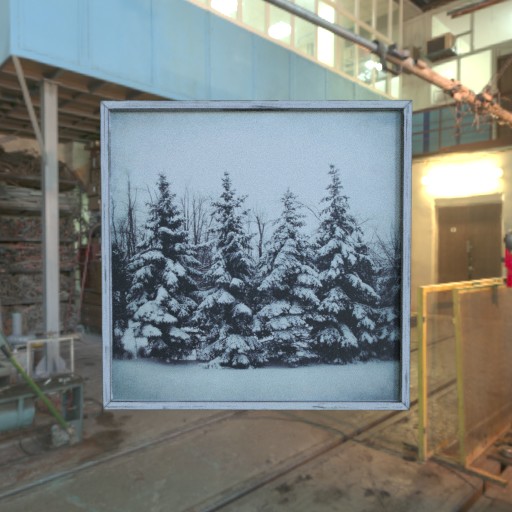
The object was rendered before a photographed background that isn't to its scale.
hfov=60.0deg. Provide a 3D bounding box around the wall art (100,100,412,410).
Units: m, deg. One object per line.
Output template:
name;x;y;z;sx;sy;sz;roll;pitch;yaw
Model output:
wall art;0.000;0.000;0.452;0.303;0.303;0.036;0;1;0
